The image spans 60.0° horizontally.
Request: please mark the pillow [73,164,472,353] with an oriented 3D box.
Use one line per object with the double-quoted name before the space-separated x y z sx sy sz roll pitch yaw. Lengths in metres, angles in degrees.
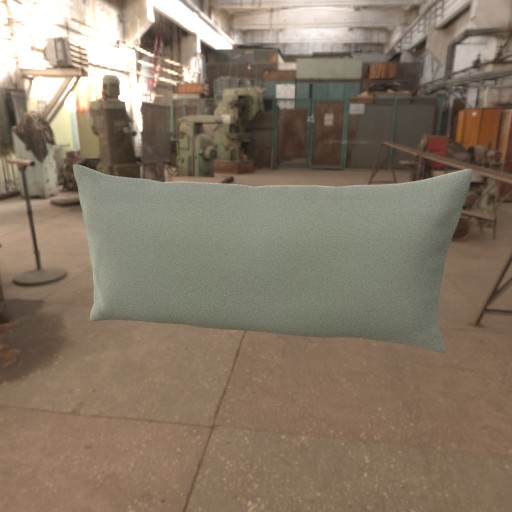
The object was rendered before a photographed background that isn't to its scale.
"pillow" 0.000 0.000 0.710 0.610 0.287 0.151 3 17 10
